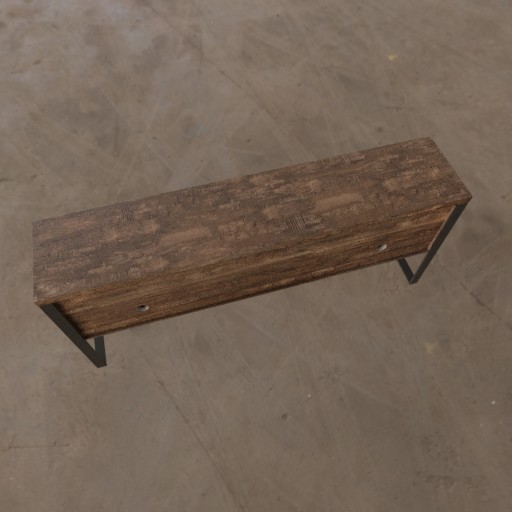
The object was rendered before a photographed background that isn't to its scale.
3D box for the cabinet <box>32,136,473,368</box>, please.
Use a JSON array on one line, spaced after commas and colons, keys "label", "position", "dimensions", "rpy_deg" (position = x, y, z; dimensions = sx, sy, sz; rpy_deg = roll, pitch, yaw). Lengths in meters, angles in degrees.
[{"label": "cabinet", "position": [0.000, 0.000, 2.170], "dimensions": [1.800, 0.762, 0.395], "rpy_deg": [-14, 59, -8]}]
